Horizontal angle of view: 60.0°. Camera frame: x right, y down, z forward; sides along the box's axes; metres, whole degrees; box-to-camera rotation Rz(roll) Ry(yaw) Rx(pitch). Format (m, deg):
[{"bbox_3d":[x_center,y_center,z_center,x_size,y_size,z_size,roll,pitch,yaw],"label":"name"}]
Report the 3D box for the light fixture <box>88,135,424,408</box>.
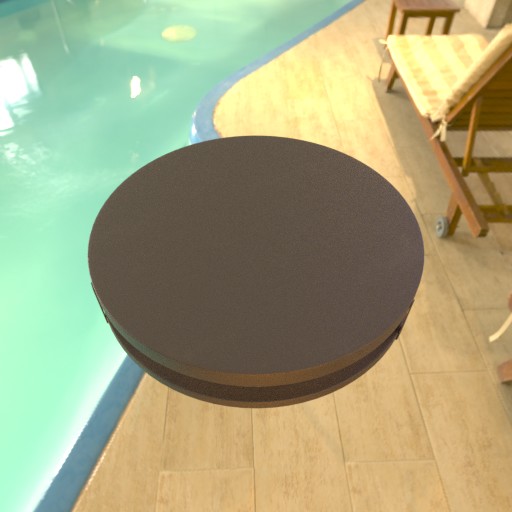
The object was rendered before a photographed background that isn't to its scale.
[{"bbox_3d":[0.000,0.000,0.518,0.356,0.102,0.356,0,47,0],"label":"light fixture"}]
